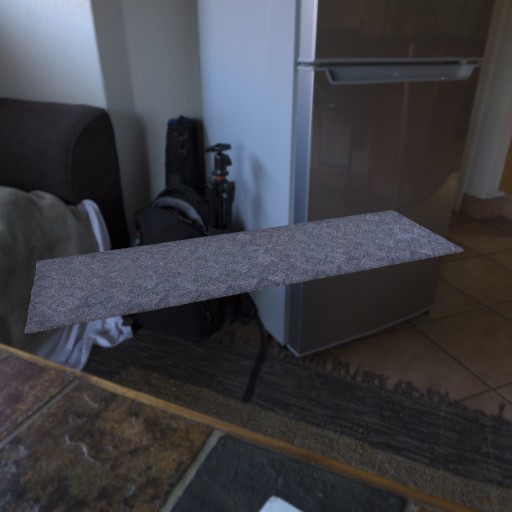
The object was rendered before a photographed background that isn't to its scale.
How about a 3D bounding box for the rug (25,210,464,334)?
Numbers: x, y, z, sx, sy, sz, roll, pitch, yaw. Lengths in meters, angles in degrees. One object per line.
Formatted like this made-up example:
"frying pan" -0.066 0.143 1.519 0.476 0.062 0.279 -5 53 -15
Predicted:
"rug" 0.000 0.000 2.475 2.296 0.011 0.691 -9 28 -18
